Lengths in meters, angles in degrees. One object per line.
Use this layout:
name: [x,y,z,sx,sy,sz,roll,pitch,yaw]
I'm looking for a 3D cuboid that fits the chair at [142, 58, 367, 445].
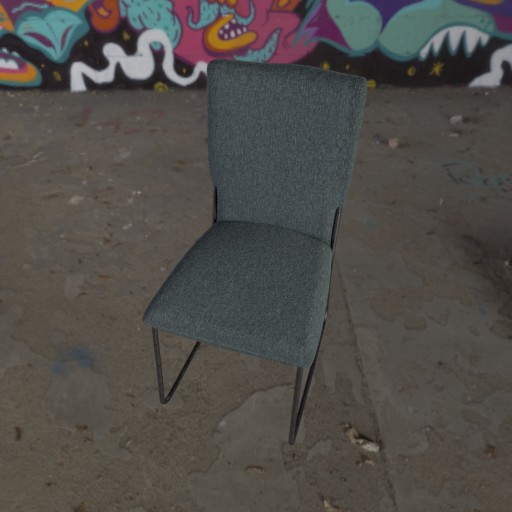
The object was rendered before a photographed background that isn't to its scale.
chair: [0.000,0.000,1.316,0.480,0.931,0.635,12,43,14]
